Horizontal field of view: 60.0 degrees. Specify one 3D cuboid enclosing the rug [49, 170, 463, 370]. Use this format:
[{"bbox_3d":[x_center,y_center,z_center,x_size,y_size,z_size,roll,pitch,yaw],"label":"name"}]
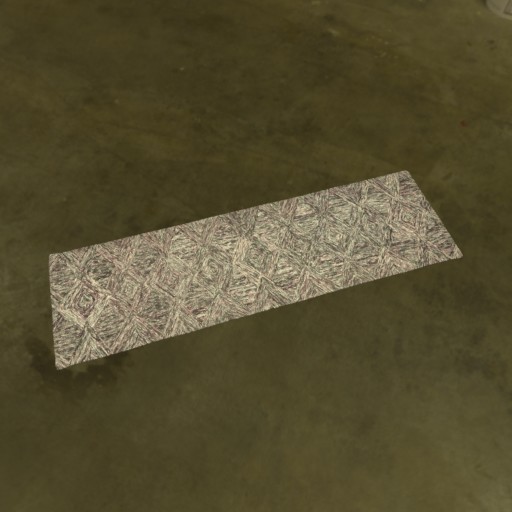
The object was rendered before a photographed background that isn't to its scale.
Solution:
[{"bbox_3d":[0.000,0.000,2.570,2.305,0.013,0.719,-15,59,-9],"label":"rug"}]
